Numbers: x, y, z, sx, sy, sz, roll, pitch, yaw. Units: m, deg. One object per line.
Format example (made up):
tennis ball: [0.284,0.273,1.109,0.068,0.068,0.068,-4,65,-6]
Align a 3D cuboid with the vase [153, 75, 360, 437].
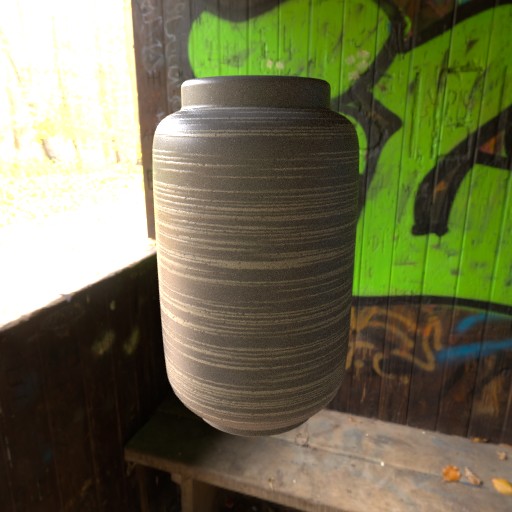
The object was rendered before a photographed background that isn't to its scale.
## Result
vase: [0.000,0.000,0.682,0.297,0.499,0.297,0,16,0]
